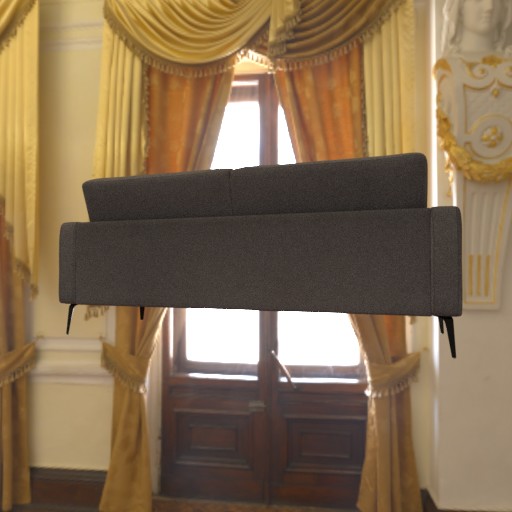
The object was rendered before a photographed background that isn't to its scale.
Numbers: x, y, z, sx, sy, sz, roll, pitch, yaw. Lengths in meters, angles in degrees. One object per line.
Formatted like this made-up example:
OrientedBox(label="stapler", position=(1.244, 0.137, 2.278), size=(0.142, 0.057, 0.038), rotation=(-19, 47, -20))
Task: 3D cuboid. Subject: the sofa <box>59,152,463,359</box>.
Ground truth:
OrientedBox(label="sofa", position=(0.000, 0.000, 2.352), size=(1.925, 0.828, 0.774), rotation=(-1, -2, 19))
